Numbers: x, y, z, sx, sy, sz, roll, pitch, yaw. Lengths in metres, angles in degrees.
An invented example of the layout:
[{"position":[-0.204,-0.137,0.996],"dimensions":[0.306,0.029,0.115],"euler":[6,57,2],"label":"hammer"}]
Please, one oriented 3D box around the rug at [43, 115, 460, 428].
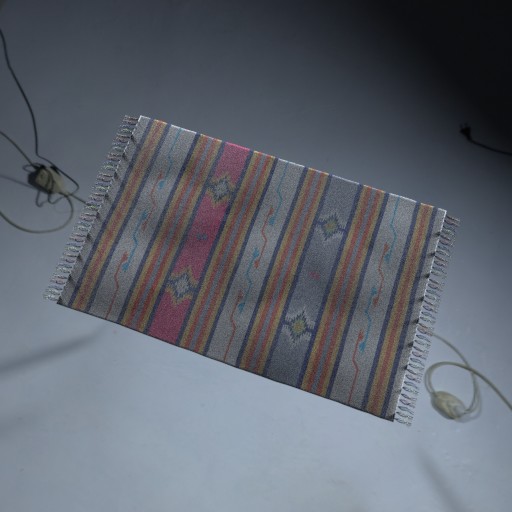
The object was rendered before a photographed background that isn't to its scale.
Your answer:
[{"position":[0.000,0.000,2.207],"dimensions":[1.849,0.013,1.084],"euler":[18,77,4],"label":"rug"}]
